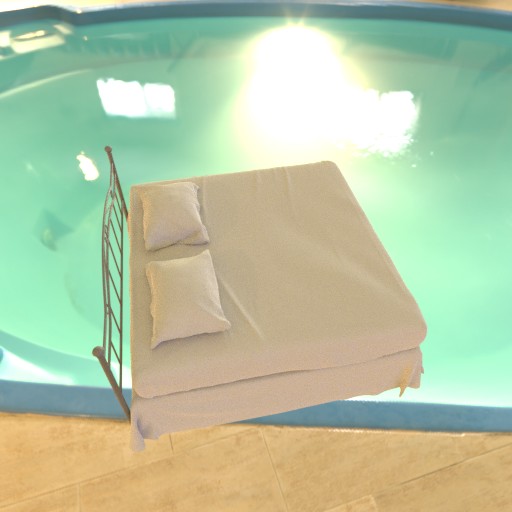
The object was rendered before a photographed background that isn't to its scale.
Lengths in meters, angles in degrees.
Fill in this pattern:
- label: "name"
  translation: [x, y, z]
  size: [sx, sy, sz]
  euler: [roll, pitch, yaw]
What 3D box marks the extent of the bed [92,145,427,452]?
- label: "bed"
  translation: [0.000, 0.000, 3.548]
  size: [2.220, 1.080, 2.309]
  euler: [-8, 47, -8]
